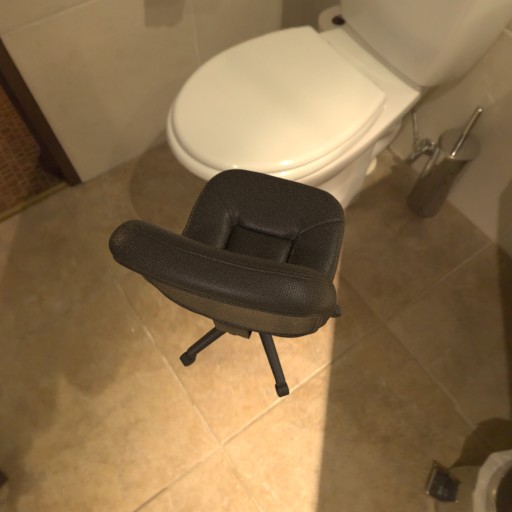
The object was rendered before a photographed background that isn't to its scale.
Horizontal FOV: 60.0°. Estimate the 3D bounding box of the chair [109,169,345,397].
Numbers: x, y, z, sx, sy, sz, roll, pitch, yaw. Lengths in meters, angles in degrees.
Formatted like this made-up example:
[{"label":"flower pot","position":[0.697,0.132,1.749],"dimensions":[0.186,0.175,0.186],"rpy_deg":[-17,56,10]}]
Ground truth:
[{"label":"chair","position":[0.000,0.000,1.324],"dimensions":[0.647,0.959,0.646],"rpy_deg":[16,64,8]}]
